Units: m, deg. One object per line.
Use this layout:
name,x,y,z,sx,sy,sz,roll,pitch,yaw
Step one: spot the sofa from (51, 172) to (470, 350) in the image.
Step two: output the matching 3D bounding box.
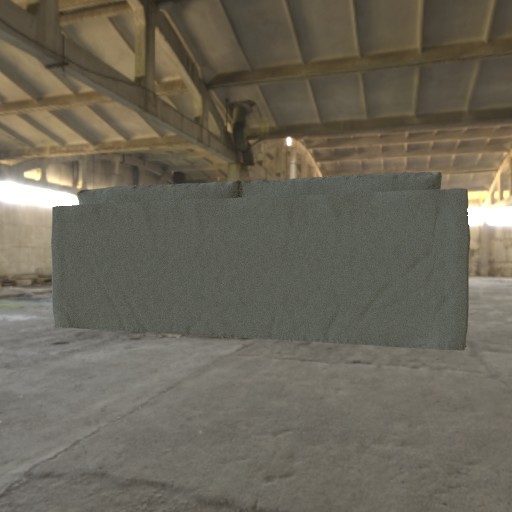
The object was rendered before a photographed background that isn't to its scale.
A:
sofa,0.000,0.000,2.750,2.312,0.853,0.962,0,0,17
